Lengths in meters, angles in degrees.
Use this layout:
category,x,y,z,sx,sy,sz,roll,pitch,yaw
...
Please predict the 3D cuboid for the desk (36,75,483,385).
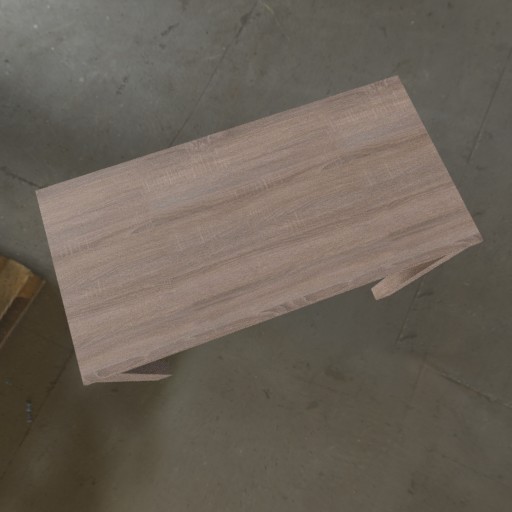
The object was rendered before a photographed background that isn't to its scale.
category,x,y,z,sx,sy,sz,roll,pitch,yaw
desk,0.000,0.000,1.455,0.991,0.762,0.495,-19,76,-5
